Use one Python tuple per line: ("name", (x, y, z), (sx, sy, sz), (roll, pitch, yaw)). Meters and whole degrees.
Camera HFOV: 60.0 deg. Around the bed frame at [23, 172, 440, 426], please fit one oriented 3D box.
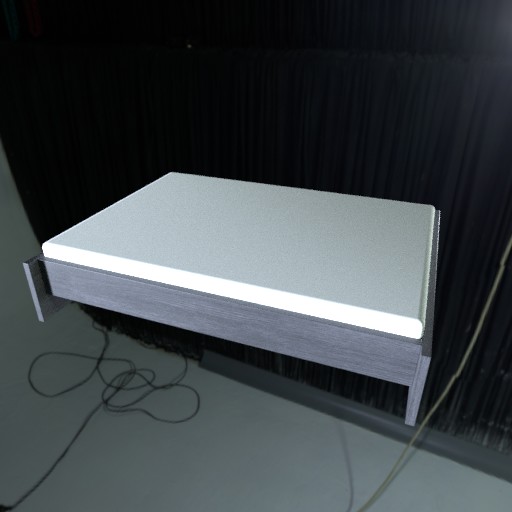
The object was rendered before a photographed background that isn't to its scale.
("bed frame", (0.000, 0.000, 2.607), (1.950, 0.432, 1.490), (10, 30, 19))
